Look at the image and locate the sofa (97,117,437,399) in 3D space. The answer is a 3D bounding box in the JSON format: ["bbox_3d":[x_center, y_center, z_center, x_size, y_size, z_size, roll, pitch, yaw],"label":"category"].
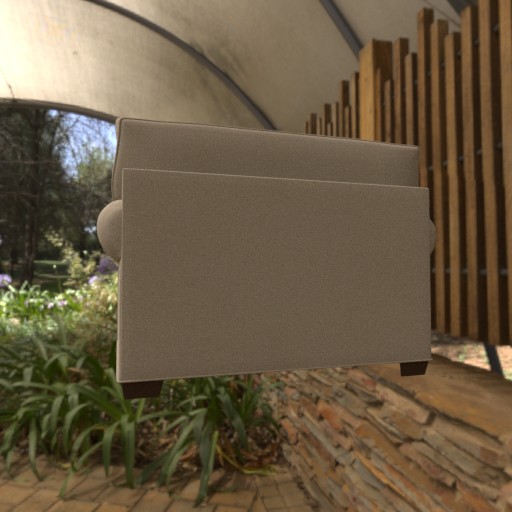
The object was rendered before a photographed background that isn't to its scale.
[{"bbox_3d":[0.000,0.000,2.104,1.405,1.006,0.937,1,-2,-17],"label":"sofa"}]
